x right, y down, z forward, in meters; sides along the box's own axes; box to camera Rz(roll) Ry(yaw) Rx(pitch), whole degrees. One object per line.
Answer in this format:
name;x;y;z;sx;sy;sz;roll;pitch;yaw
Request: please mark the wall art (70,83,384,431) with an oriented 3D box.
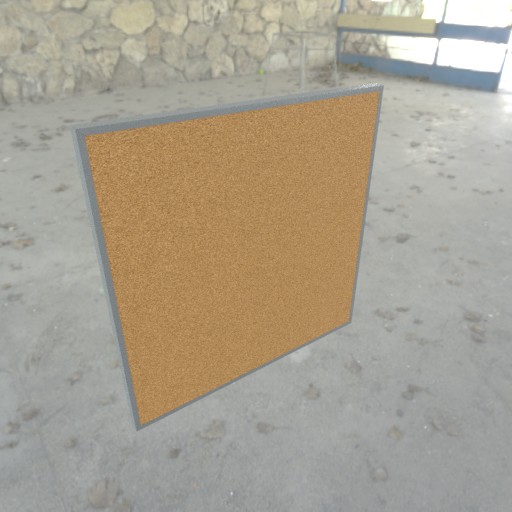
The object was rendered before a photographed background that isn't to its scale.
wall art;0.000;0.000;1.202;0.809;0.807;0.038;-19;35;-30
